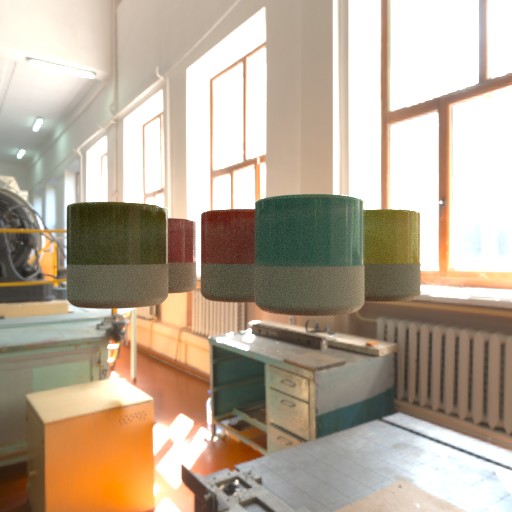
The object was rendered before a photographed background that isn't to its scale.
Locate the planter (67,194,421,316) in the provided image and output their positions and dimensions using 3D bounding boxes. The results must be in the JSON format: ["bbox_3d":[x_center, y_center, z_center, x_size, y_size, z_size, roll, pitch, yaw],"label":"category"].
[{"bbox_3d":[0.000,0.000,0.397,0.286,0.075,0.257,0,0,0],"label":"planter"}]
